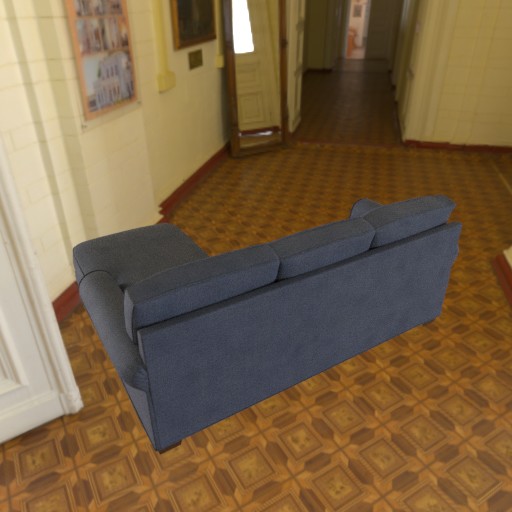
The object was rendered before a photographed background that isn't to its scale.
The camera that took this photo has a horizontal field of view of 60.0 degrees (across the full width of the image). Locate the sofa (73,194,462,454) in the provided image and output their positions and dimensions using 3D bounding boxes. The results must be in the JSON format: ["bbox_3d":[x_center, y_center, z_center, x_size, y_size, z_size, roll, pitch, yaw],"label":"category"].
[{"bbox_3d":[0.000,0.000,3.410,2.567,1.063,1.780,-17,34,-27],"label":"sofa"}]
